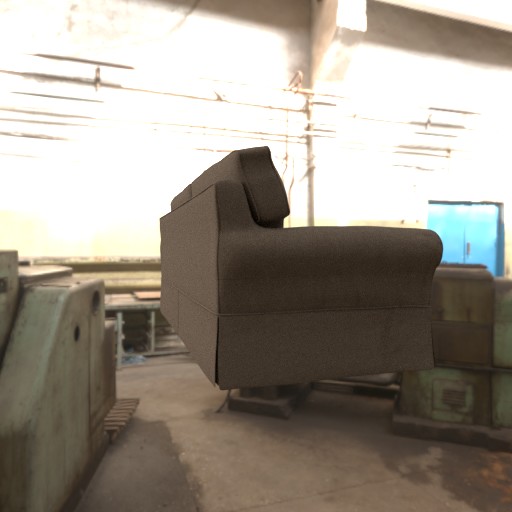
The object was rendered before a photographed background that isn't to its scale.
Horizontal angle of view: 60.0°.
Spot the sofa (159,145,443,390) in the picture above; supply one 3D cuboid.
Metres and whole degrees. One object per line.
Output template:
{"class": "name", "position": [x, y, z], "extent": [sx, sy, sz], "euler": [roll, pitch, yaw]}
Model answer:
{"class": "sofa", "position": [0.000, 0.000, 2.758], "extent": [0.991, 0.943, 2.248], "euler": [0, 1, -18]}
